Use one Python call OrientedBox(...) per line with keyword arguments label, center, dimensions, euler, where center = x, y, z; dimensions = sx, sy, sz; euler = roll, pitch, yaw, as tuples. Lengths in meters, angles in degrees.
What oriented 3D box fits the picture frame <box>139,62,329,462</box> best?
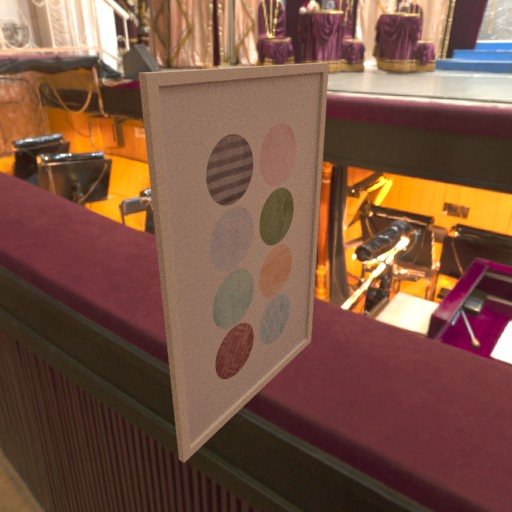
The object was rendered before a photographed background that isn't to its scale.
OrientedBox(label="picture frame", center=(0.000, 0.000, 0.836), dimensions=(0.013, 0.657, 0.457), euler=(18, 31, 33))
